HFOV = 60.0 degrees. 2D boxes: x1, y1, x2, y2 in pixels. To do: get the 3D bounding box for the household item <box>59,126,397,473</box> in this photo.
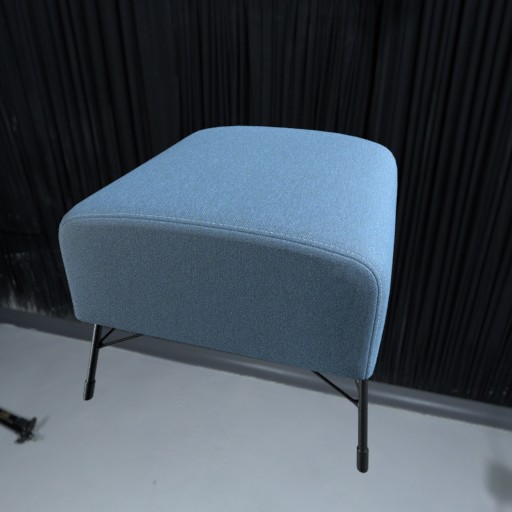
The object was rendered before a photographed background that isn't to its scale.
[{"bbox_3d":[0.000,0.000,0.884,0.530,0.420,0.530,9,31,14],"label":"household item"}]
